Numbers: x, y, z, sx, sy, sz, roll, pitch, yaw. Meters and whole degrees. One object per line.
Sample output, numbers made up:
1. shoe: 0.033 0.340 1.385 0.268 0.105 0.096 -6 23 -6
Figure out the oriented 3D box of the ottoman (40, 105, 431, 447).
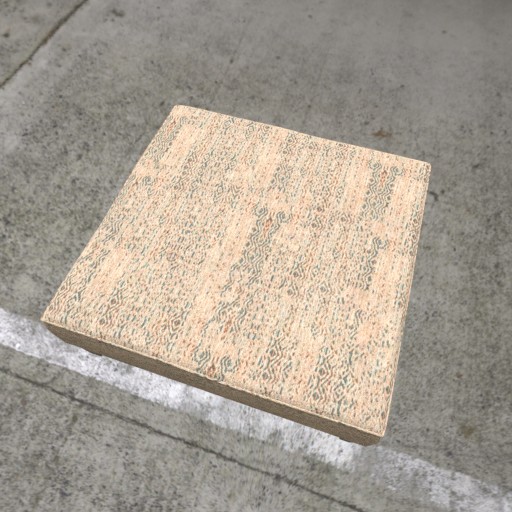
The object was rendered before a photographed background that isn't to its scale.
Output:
1. ottoman: 0.000 0.000 1.537 1.004 0.356 0.968 16 60 9
